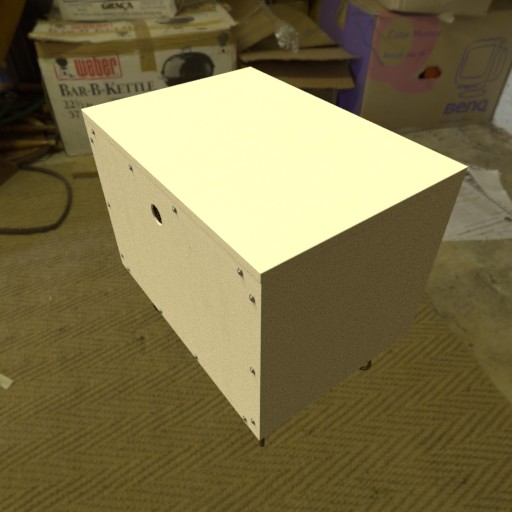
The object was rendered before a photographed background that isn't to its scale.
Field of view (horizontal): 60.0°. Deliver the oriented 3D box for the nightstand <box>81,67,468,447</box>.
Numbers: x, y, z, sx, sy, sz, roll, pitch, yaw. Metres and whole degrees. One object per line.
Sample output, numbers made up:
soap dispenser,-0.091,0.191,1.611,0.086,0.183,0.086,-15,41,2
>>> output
nightstand,0.000,0.000,1.026,0.447,0.604,0.614,-26,47,-27
